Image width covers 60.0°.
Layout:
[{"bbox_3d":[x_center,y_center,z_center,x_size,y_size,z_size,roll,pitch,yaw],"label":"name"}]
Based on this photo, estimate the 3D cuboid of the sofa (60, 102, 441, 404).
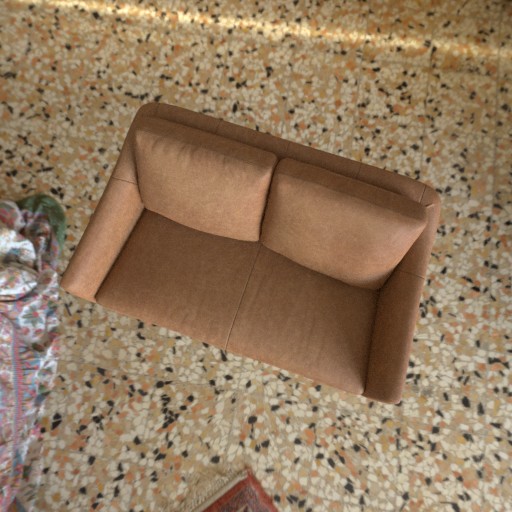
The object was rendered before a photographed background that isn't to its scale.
[{"bbox_3d":[0.000,0.000,2.211,1.619,0.902,0.960,18,76,5],"label":"sofa"}]
